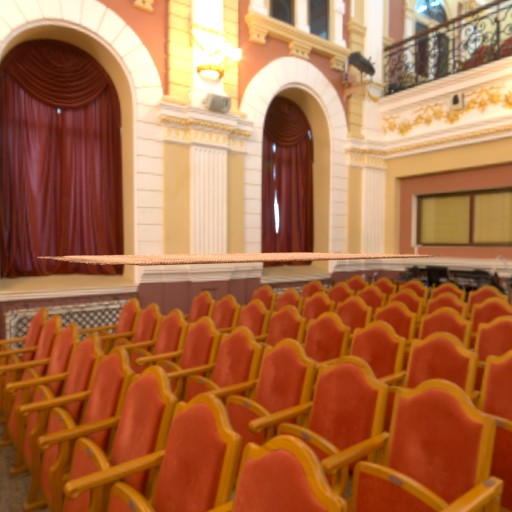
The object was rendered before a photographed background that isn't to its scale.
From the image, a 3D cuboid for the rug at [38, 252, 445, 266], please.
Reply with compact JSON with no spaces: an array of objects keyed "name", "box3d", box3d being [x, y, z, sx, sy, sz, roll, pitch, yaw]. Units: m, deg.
[{"name":"rug","box3d":[0.000,0.000,2.081,1.718,0.017,0.905,-1,2,-37]}]
